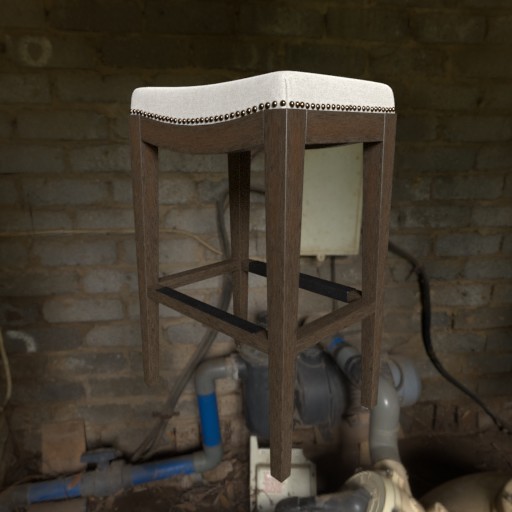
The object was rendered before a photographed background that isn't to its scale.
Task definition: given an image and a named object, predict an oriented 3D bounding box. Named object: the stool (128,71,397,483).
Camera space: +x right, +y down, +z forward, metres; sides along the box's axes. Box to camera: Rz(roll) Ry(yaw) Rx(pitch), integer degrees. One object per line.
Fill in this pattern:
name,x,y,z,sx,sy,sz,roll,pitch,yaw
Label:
stool,0.000,0.000,1.049,0.498,0.759,0.358,15,22,43
